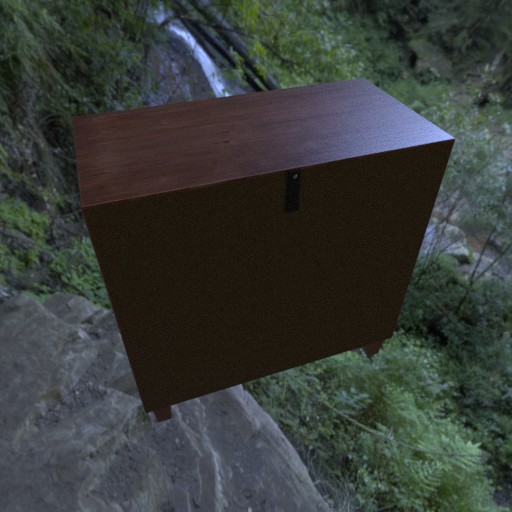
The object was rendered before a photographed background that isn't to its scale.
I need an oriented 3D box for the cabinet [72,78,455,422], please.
[{"bbox_3d":[0.000,0.000,1.278,0.796,0.785,0.412,-13,43,-15],"label":"cabinet"}]
